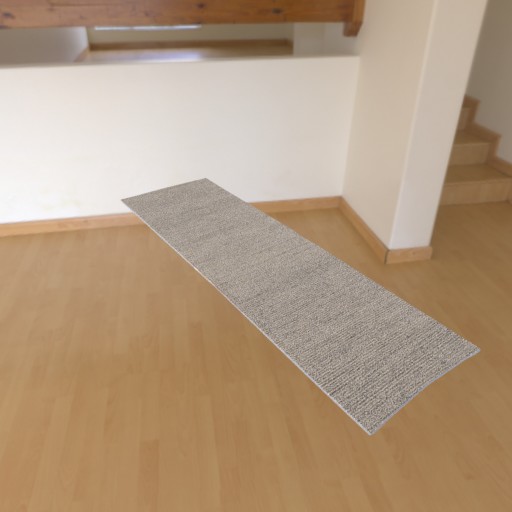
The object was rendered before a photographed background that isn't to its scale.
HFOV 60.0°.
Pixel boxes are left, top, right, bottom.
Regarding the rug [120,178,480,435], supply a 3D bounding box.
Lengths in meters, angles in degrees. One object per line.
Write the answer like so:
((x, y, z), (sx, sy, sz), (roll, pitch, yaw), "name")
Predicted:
((0.000, 0.000, 2.484), (0.692, 0.032, 2.320), (-21, 38, -29), "rug")
